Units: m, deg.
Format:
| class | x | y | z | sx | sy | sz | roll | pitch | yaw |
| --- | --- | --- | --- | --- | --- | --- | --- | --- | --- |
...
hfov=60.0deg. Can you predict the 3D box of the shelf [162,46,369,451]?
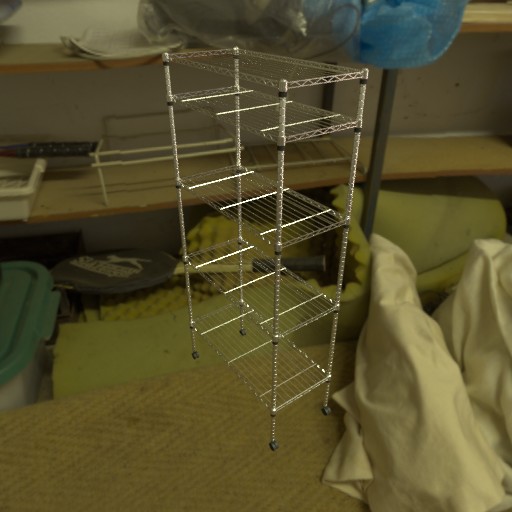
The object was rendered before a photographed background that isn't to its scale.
| class | x | y | z | sx | sy | sz | roll | pitch | yaw |
| --- | --- | --- | --- | --- | --- | --- | --- | --- | --- |
| shelf | 0.000 | 0.000 | 1.946 | 0.356 | 1.587 | 0.762 | -21 | 37 | -30 |
